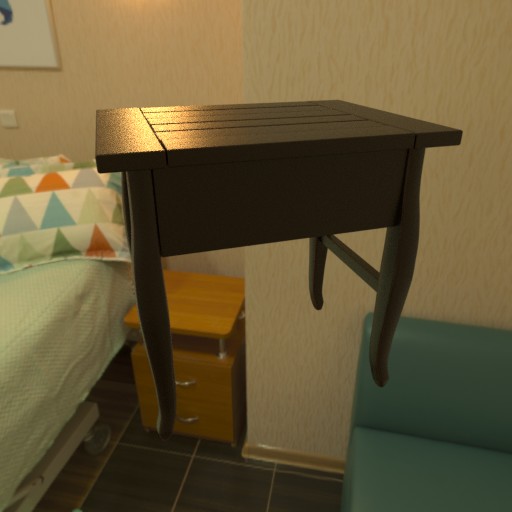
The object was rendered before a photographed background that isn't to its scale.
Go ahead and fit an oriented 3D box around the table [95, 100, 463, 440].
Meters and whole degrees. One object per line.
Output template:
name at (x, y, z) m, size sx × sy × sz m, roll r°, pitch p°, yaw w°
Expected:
table at (0.000, 0.000, 1.006) m, size 0.602 × 0.604 × 0.460 m, roll -8°, pitch 27°, yaw -16°
